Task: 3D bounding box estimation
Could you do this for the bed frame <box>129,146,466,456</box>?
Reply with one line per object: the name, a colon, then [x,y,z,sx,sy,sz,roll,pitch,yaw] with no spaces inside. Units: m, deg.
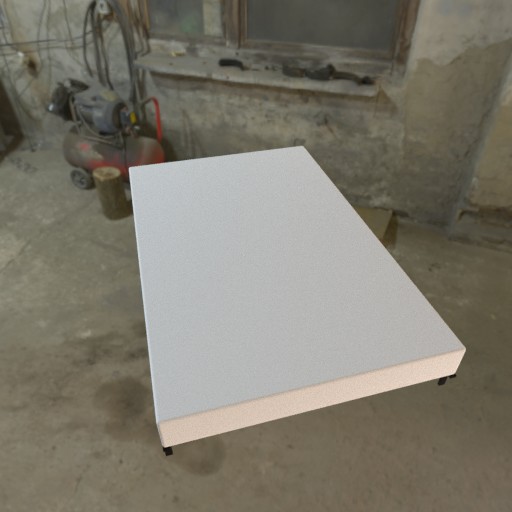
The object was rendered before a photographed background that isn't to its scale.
bed frame: [0.000,0.000,3.802,1.930,0.440,2.987,-10,40,-12]
